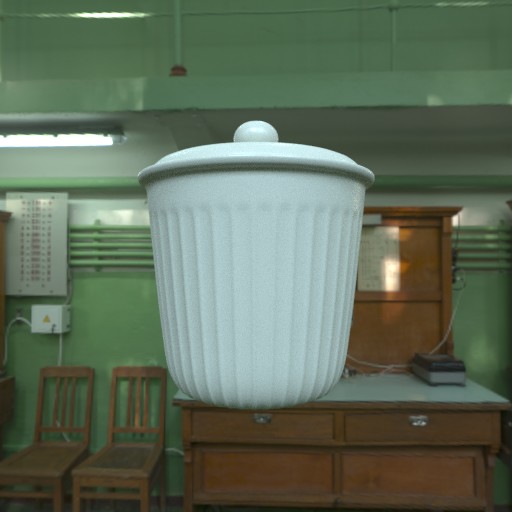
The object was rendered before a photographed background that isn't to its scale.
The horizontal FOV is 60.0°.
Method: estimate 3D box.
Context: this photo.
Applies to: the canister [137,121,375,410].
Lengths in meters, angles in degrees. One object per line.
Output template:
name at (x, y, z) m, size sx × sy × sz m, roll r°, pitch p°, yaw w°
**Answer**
canister at (0.000, 0.000, 0.349) m, size 0.181 × 0.211 × 0.181 m, roll 0°, pitch -1°, yaw 0°
